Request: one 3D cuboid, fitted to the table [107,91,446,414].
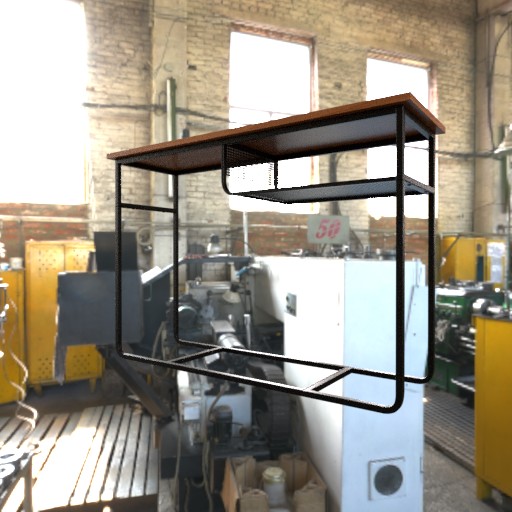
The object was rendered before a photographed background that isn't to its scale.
[{"bbox_3d":[0.000,0.000,1.463,1.100,0.750,0.350,0,0,35],"label":"table"}]
